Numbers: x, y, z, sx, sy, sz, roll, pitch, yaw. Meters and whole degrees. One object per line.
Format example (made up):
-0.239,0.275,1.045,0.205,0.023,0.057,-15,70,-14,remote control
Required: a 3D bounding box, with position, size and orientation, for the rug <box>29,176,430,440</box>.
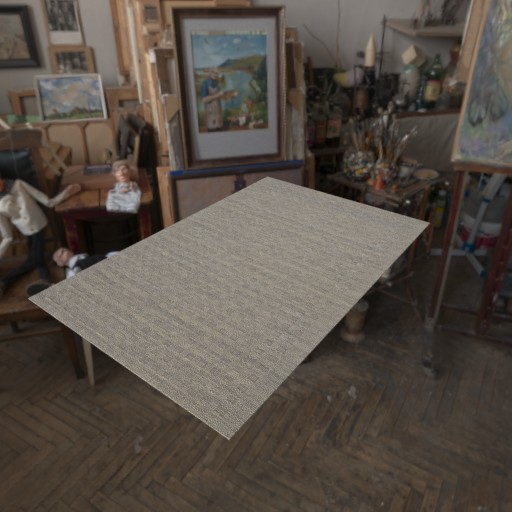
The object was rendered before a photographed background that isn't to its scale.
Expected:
0.000,0.000,2.217,1.142,0.006,1.752,22,38,31,rug
